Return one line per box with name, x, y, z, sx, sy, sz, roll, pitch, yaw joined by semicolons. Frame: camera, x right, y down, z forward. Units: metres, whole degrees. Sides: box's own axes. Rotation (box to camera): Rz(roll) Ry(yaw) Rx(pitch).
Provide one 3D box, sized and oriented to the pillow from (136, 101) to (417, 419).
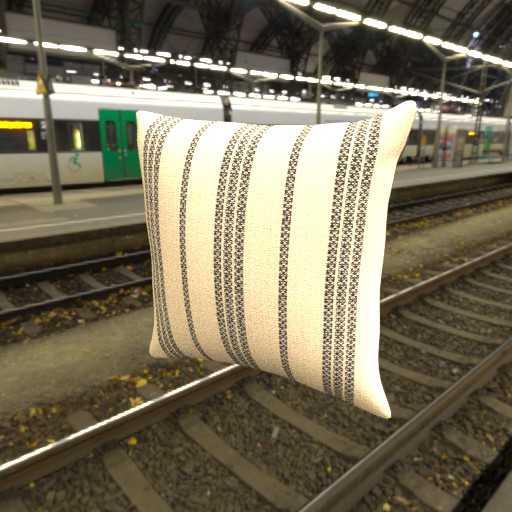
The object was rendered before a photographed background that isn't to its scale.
pillow;0.000;0.000;0.633;0.405;0.406;0.173;7;16;25
